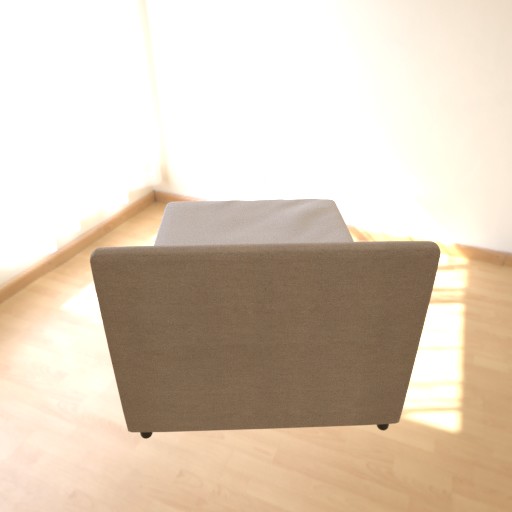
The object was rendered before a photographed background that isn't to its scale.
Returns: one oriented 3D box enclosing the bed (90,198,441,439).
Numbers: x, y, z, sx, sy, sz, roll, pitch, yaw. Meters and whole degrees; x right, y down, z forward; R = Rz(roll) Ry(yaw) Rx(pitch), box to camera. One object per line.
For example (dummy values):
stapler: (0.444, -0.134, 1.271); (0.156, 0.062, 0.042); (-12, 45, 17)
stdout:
bed: (0.000, 0.000, 3.284); (1.713, 1.330, 2.162); (-1, 31, -2)
